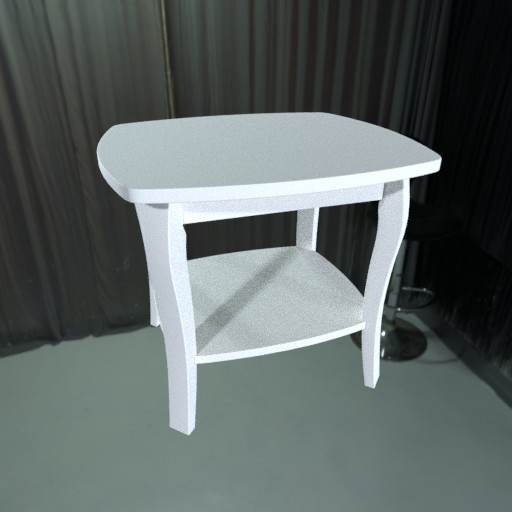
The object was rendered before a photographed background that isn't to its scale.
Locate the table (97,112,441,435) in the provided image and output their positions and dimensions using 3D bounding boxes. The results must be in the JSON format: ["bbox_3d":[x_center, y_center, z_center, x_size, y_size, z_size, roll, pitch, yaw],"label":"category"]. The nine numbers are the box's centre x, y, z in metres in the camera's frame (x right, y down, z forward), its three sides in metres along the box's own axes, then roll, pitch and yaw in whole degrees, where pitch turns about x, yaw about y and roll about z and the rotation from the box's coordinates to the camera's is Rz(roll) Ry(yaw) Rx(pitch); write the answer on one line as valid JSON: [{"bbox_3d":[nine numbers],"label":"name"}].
[{"bbox_3d":[0.000,0.000,0.835,0.502,0.438,0.451,-8,29,-16],"label":"table"}]
